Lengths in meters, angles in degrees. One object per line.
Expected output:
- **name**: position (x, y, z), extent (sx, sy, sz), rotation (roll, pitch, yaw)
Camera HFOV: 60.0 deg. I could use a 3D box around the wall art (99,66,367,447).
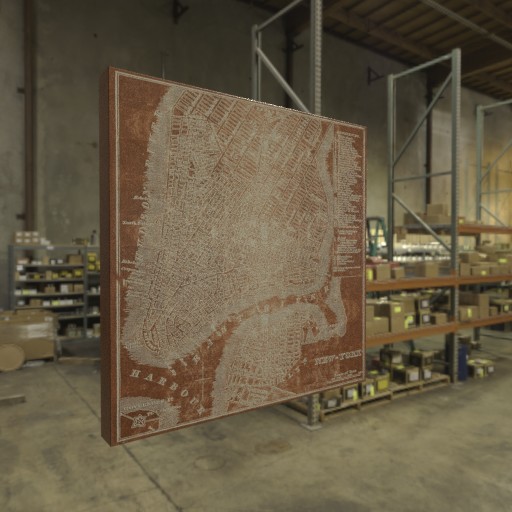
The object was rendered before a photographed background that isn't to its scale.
- **wall art**: position (0.000, 0.000, 0.598), extent (0.403, 0.403, 0.035), rotation (-1, 1, -35)
